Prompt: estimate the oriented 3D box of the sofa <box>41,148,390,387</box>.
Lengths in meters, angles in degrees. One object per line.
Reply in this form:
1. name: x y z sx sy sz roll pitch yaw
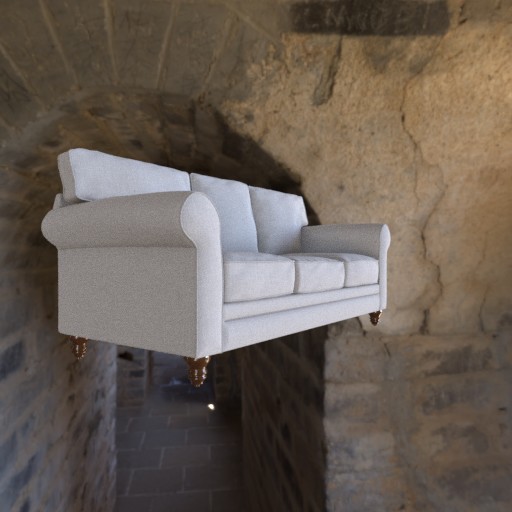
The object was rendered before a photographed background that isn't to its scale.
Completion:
1. sofa: 0.000 0.000 2.565 0.916 0.961 2.084 0 0 36
